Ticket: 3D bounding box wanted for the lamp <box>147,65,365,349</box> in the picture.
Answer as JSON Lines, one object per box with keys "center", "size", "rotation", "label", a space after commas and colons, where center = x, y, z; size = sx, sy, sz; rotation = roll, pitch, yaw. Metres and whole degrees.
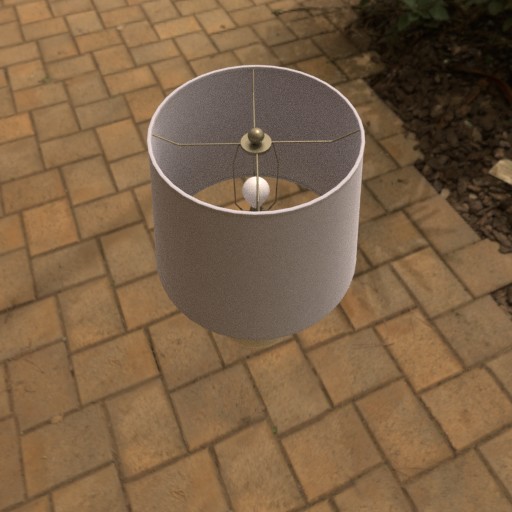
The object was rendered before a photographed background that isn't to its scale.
{"center": [0.000, 0.000, 0.551], "size": [0.239, 0.399, 0.239], "rotation": [0, 57, 0], "label": "lamp"}
